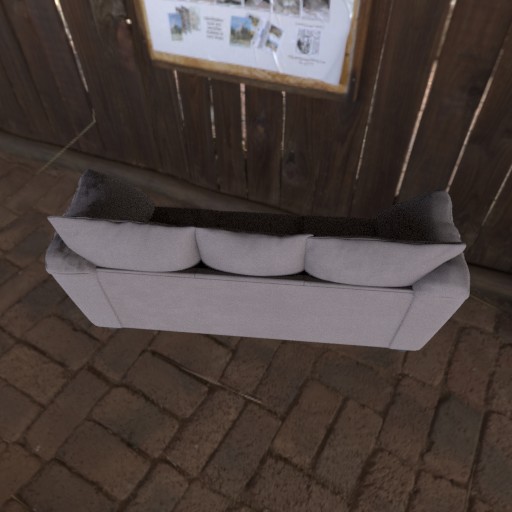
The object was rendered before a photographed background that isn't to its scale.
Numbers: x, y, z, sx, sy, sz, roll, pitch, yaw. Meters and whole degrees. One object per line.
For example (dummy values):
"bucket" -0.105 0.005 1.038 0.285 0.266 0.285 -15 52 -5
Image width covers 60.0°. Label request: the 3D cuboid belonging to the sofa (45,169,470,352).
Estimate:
"sofa" 0.000 0.000 2.800 2.377 0.981 0.893 4 47 4
